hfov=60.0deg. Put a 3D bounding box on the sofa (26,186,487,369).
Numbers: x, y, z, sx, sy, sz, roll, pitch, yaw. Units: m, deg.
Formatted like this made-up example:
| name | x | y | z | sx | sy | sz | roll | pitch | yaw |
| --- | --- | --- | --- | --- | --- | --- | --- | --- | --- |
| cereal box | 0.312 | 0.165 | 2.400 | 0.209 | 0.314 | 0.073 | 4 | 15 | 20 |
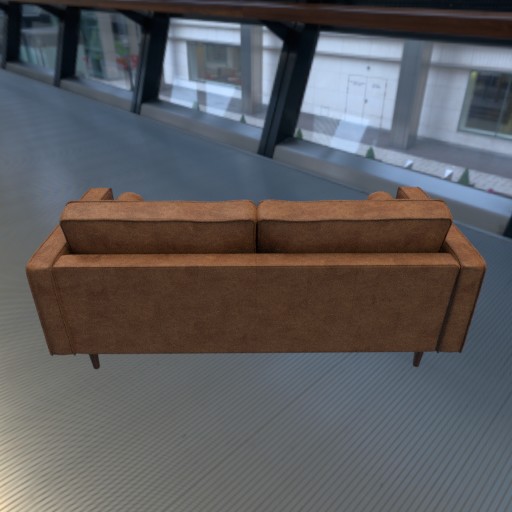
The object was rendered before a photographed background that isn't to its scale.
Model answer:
| name | x | y | z | sx | sy | sz | roll | pitch | yaw |
| --- | --- | --- | --- | --- | --- | --- | --- | --- | --- |
| sofa | 0.000 | 0.000 | 2.286 | 1.920 | 0.825 | 0.924 | 0 | 30 | 0 |
